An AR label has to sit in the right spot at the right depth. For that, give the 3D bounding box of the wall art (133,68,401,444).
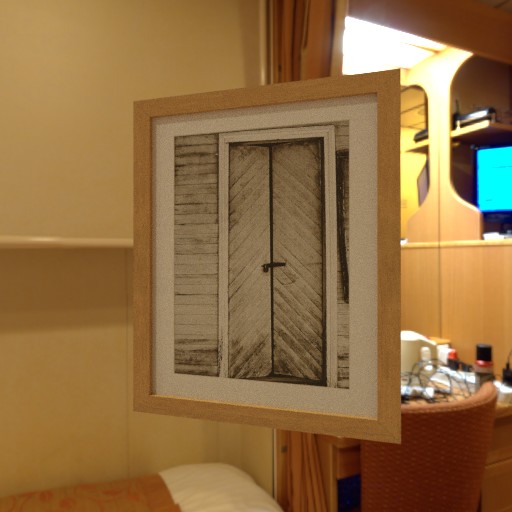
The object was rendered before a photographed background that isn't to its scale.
[{"bbox_3d":[0.000,0.000,0.741,0.460,0.561,0.020,0,0,18],"label":"wall art"}]
